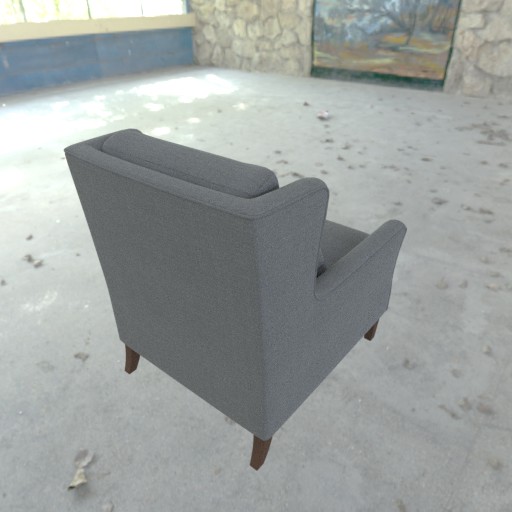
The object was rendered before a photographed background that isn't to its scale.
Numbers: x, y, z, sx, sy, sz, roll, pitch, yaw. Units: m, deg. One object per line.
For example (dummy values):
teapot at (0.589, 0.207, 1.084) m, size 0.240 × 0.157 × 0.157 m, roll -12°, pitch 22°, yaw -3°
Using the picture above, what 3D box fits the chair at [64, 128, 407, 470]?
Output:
chair at (0.000, 0.000, 1.808) m, size 0.866 × 1.056 × 1.040 m, roll 23°, pitch 38°, yaw 33°
